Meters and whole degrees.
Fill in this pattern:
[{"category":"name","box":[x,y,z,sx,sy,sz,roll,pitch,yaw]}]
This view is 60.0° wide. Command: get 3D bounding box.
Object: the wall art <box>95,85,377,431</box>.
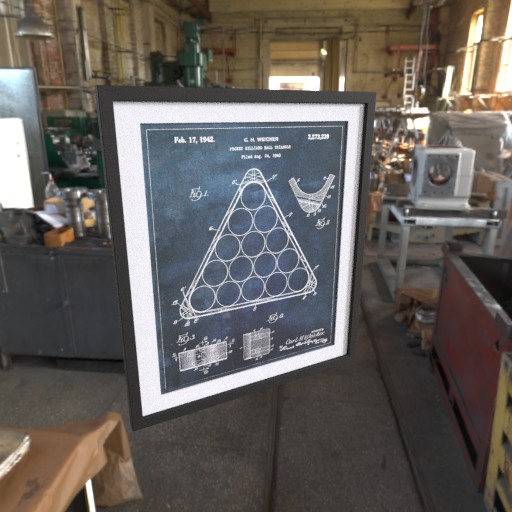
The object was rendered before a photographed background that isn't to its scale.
[{"category":"wall art","box":[0.000,0.000,1.225,0.755,0.863,0.028,-9,20,-26]}]
